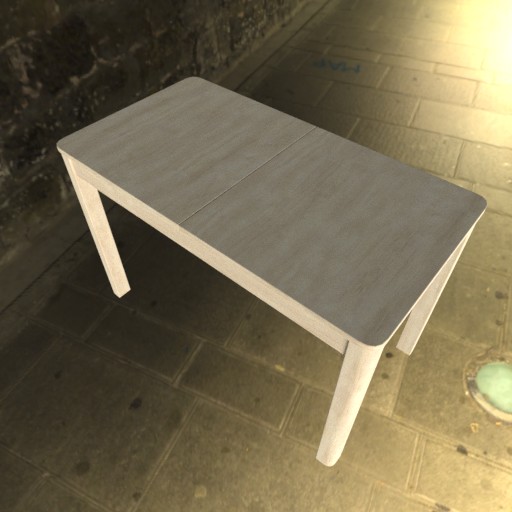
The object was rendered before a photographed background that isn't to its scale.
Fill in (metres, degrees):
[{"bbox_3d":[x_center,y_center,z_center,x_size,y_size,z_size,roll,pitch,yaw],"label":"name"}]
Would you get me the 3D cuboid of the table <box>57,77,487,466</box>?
[{"bbox_3d":[0.000,0.000,1.900,1.400,0.900,0.750,32,55,26],"label":"table"}]
